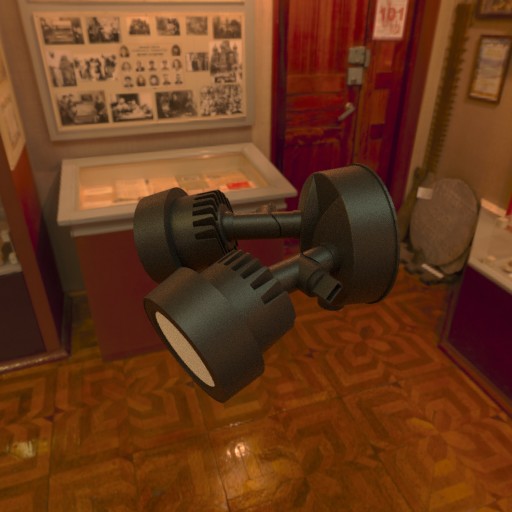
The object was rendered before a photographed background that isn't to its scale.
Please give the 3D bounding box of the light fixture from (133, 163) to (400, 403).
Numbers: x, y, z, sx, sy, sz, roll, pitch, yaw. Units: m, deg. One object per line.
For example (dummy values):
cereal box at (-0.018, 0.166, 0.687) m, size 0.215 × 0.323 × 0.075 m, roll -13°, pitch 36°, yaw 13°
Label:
light fixture at (0.000, 0.000, 0.326) m, size 0.168 × 0.120 × 0.213 m, roll -8°, pitch 31°, yaw -14°
